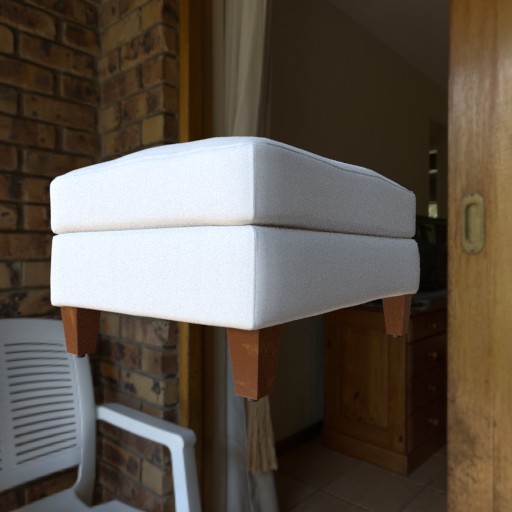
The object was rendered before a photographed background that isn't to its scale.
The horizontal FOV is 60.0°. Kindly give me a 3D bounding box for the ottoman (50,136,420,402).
[{"bbox_3d":[0.000,0.000,1.172,0.634,0.479,0.818,0,0,37],"label":"ottoman"}]
